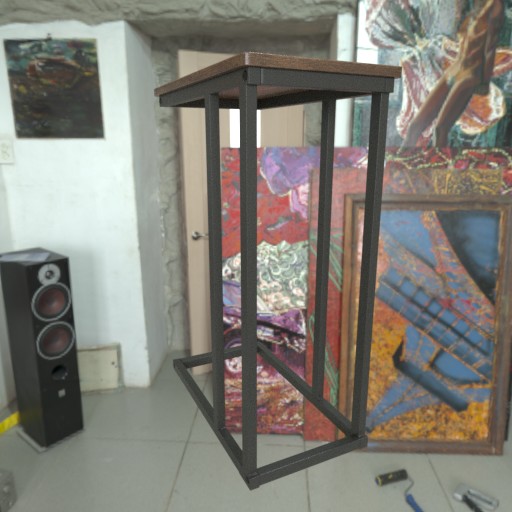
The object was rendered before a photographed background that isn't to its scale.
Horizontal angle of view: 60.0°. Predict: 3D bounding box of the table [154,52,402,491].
[{"bbox_3d":[0.000,0.000,0.857,0.254,0.637,0.450,-7,16,-25],"label":"table"}]
